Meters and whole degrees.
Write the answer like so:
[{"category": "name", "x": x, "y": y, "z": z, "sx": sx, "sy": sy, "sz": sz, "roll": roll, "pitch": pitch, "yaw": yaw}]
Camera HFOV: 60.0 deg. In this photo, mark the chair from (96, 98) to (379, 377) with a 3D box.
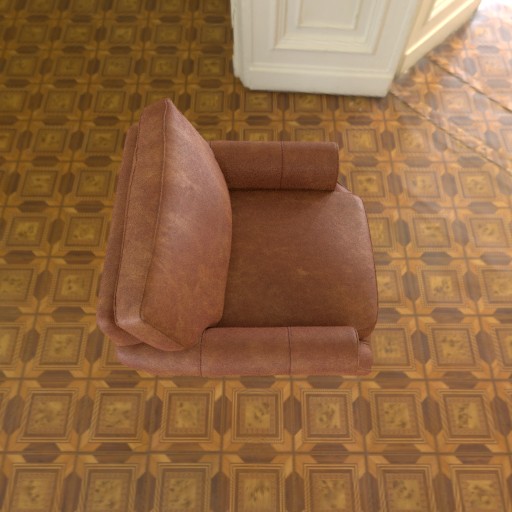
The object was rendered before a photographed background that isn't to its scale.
[{"category": "chair", "x": 0.000, "y": 0.000, "z": 1.786, "sx": 0.986, "sy": 0.962, "sz": 0.983, "roll": 0, "pitch": 65, "yaw": 0}]
